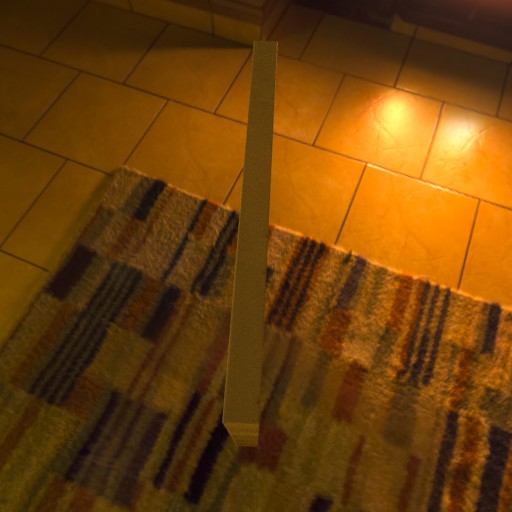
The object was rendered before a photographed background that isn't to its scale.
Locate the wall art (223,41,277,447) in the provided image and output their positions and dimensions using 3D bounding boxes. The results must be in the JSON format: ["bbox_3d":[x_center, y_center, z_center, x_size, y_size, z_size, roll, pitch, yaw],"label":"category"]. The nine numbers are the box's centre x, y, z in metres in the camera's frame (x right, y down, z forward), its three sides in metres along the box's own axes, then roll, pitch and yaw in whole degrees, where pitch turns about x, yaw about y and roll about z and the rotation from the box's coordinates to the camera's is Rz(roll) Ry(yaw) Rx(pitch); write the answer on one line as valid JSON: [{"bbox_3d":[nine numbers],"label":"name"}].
[{"bbox_3d":[0.000,0.000,0.793,0.041,0.407,0.606,3,64,1],"label":"wall art"}]
